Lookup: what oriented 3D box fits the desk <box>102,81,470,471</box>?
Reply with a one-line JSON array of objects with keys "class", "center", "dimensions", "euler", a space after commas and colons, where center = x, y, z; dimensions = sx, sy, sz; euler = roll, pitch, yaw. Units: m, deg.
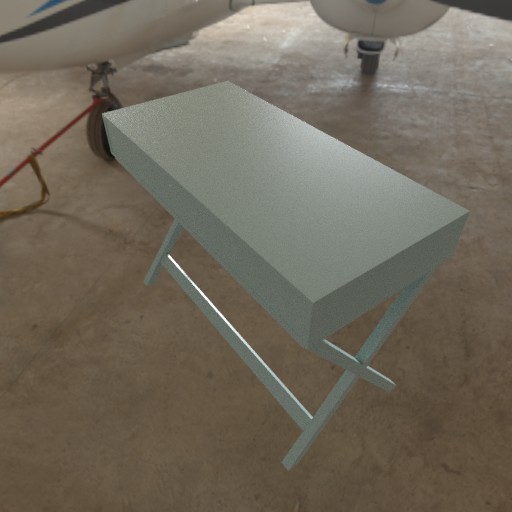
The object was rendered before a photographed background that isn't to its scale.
[{"class": "desk", "center": [0.000, 0.000, 1.533], "dimensions": [0.509, 0.780, 1.059], "euler": [-26, 48, -26]}]
